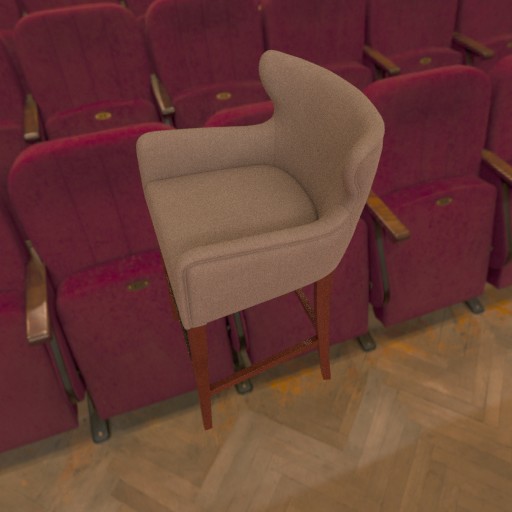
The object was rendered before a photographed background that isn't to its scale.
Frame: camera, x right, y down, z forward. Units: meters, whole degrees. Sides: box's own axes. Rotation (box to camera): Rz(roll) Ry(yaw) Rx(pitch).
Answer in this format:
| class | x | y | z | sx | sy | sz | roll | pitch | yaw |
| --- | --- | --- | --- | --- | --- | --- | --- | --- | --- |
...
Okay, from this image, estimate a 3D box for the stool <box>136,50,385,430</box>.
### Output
| class | x | y | z | sx | sy | sz | roll | pitch | yaw |
| --- | --- | --- | --- | --- | --- | --- | --- | --- | --- |
| stool | 0.000 | 0.000 | 1.413 | 0.575 | 1.047 | 0.575 | -14 | 47 | -14 |
